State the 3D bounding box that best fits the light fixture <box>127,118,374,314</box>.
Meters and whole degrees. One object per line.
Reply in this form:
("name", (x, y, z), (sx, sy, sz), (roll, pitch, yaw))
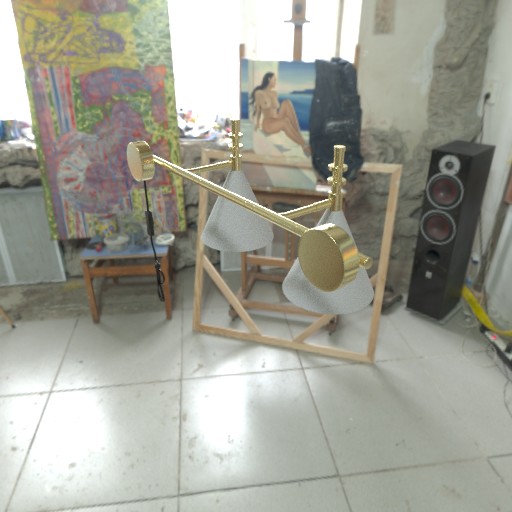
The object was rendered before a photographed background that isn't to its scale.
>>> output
("light fixture", (0.000, 0.000, 0.852), (0.239, 0.468, 0.642), (-19, 33, -32))
